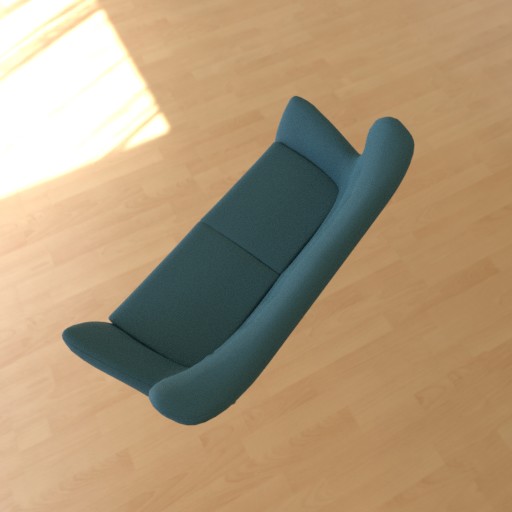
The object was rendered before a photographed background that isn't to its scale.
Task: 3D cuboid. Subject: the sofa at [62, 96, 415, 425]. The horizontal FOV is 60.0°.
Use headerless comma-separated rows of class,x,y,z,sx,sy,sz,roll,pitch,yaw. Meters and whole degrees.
sofa,0.000,0.000,2.432,0.889,0.890,1.930,34,69,15
